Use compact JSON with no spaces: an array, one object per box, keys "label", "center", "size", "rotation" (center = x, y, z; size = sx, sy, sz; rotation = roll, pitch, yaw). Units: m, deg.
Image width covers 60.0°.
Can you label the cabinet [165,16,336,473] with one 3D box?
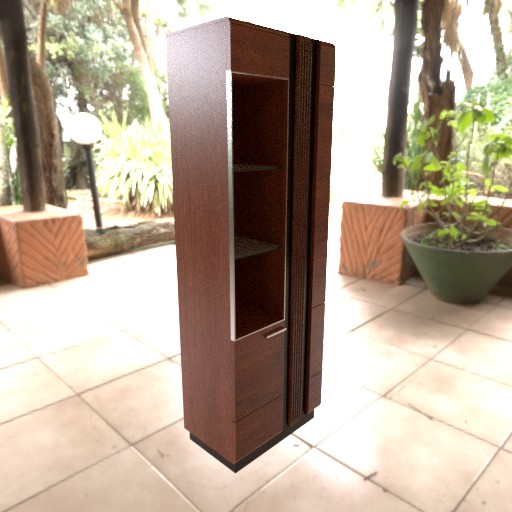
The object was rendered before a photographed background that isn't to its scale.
[{"label":"cabinet","center":[0.000,0.000,2.199],"size":[0.420,1.980,0.660],"rotation":[14,21,43]}]
